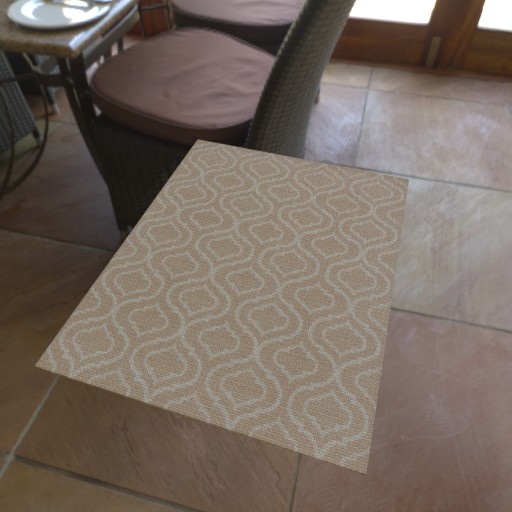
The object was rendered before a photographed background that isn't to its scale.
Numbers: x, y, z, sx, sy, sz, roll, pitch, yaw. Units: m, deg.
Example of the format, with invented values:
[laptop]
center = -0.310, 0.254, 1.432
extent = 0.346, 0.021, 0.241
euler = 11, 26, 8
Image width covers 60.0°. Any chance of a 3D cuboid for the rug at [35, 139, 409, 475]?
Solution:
[rug]
center = 0.000, 0.000, 3.747
extent = 2.286, 0.013, 2.894
euler = 13, 49, 12
